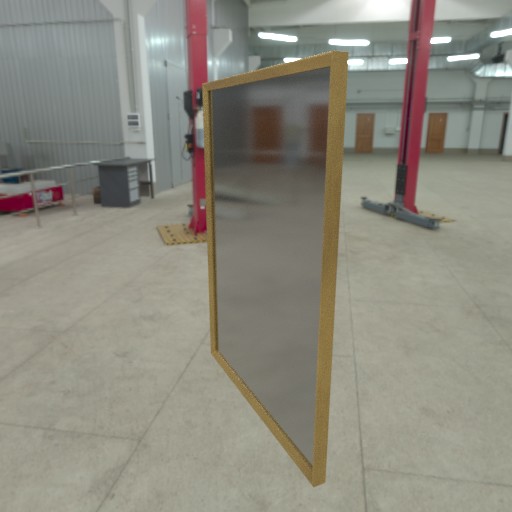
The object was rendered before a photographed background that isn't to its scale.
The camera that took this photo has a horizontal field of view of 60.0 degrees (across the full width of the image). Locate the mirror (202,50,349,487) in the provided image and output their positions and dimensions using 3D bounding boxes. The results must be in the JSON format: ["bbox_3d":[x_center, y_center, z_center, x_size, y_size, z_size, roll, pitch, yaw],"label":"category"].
[{"bbox_3d":[0.000,0.000,1.318,0.041,1.016,0.762,-8,18,-24],"label":"mirror"}]
